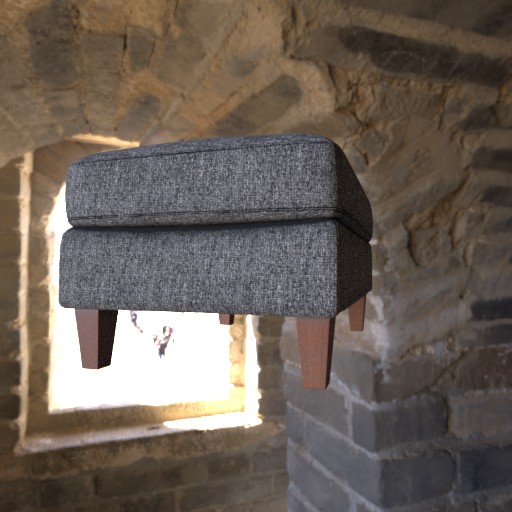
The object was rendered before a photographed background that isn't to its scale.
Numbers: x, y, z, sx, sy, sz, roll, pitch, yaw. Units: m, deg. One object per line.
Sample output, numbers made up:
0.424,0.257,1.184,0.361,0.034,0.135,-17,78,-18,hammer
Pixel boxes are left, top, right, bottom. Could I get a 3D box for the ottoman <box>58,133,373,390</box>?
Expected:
0.000,0.000,1.213,0.584,0.483,0.864,0,-1,18,ottoman
